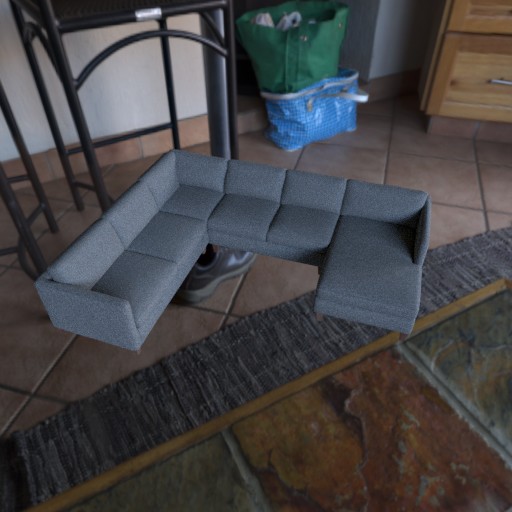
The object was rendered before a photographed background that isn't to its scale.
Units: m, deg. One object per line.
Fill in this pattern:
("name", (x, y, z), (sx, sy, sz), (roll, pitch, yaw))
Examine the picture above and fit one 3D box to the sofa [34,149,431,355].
("sofa", (0.000, 0.000, 4.485), (3.238, 0.853, 2.551), (12, 42, 14))
